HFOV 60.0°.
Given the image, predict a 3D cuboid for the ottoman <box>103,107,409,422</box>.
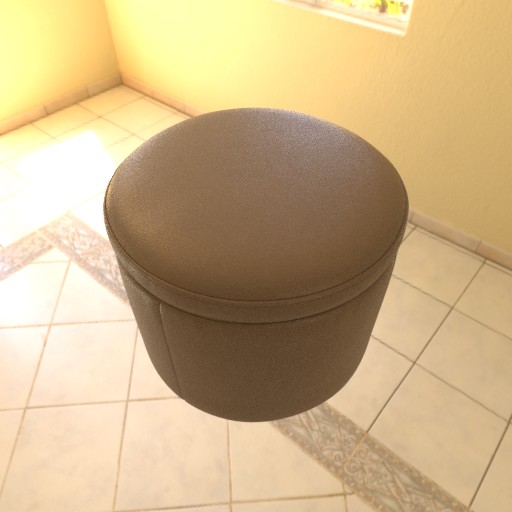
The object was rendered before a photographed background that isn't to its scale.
[{"bbox_3d":[0.000,0.000,0.859,0.500,0.409,0.500,0,47,0],"label":"ottoman"}]
